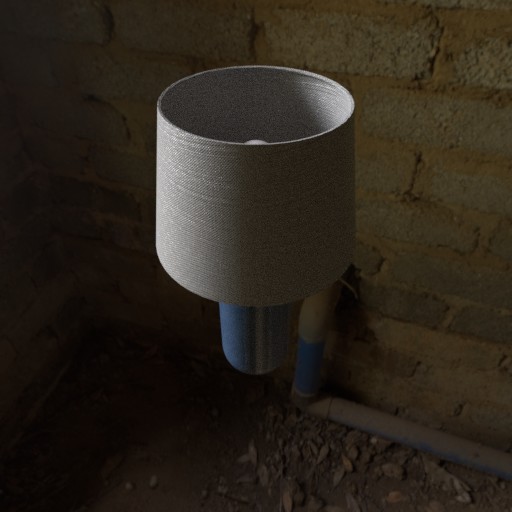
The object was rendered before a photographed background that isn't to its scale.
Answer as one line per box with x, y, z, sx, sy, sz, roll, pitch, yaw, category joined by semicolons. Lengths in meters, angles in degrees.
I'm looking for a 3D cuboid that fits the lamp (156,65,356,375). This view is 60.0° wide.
0.000;0.000;0.594;0.253;0.428;0.253;0;41;0;lamp
